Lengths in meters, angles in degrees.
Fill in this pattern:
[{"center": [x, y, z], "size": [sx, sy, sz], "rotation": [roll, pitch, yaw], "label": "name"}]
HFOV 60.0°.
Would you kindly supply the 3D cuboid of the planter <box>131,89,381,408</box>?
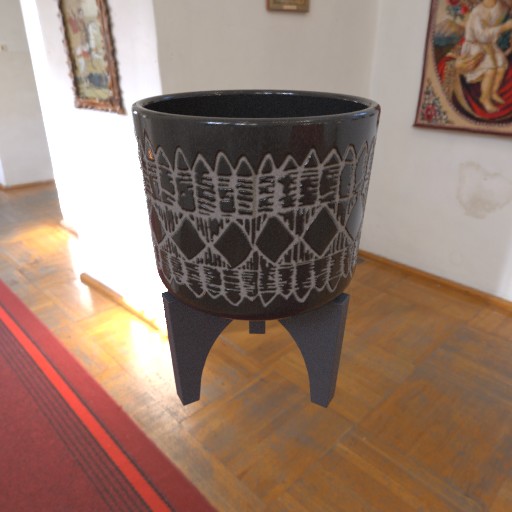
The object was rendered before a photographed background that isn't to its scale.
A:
[{"center": [0.000, 0.000, 0.533], "size": [0.251, 0.355, 0.251], "rotation": [1, 26, 1], "label": "planter"}]
